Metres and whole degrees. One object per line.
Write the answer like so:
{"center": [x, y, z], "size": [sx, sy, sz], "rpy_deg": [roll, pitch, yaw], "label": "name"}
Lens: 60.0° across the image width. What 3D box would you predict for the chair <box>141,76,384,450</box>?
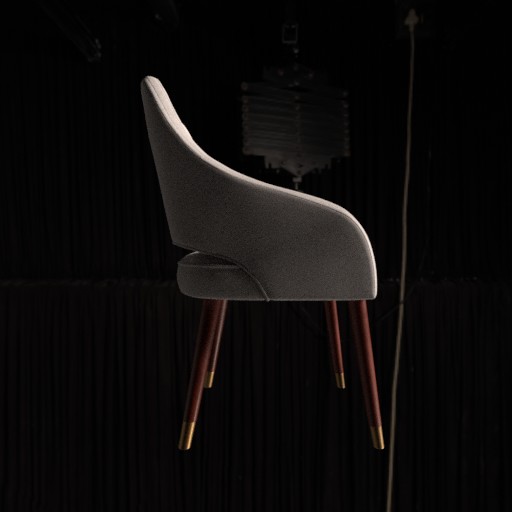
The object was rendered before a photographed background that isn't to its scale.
{"center": [0.000, 0.000, 1.270], "size": [0.600, 0.889, 0.609], "rpy_deg": [0, 0, 0], "label": "chair"}
